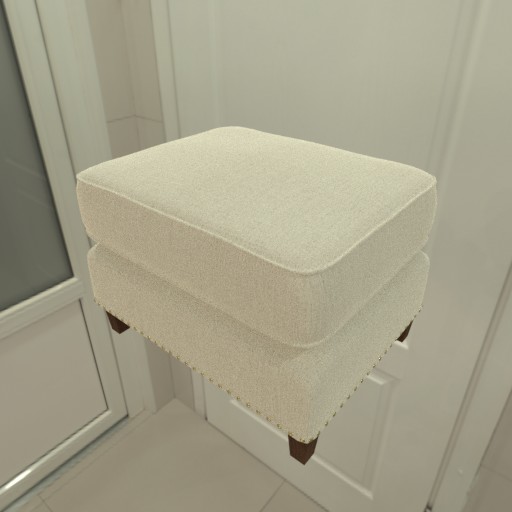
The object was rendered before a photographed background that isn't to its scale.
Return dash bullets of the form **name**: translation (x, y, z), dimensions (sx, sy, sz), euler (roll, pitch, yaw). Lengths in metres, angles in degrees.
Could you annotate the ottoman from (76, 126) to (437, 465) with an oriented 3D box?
- **ottoman**: translation (0.000, 0.000, 1.158), dimensions (0.738, 0.537, 0.589), euler (23, 38, 33)
